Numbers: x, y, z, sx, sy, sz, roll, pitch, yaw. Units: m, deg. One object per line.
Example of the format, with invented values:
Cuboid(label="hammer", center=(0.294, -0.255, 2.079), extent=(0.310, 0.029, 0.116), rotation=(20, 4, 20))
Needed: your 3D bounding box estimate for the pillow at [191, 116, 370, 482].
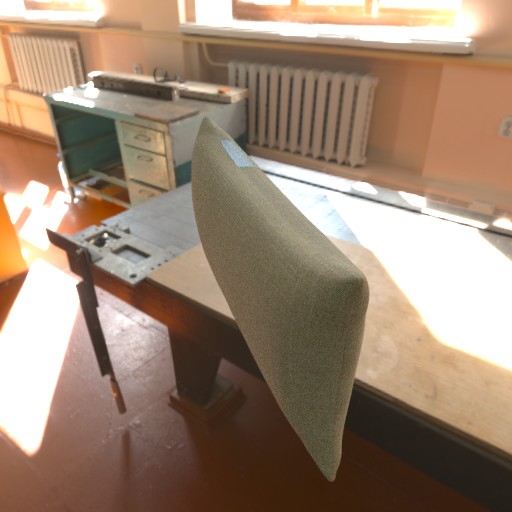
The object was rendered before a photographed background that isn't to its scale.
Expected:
Cuboid(label="pillow", center=(0.000, 0.000, 1.001), extent=(0.197, 0.429, 0.859), rotation=(-10, 33, -15))
